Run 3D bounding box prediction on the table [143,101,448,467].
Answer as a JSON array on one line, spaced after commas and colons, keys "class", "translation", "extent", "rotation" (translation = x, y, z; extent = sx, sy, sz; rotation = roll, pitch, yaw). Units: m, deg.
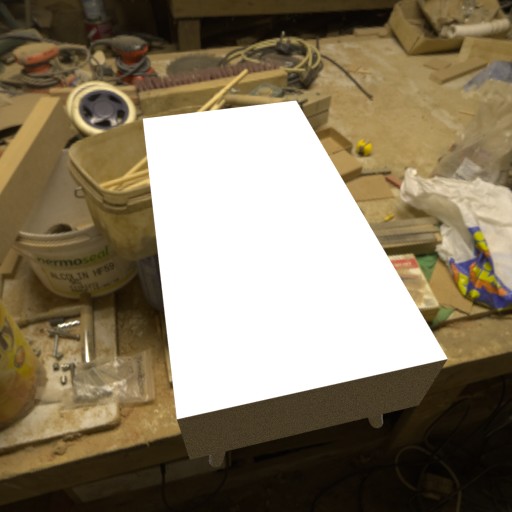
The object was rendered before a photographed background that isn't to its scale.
[{"class": "table", "translation": [0.000, 0.000, 1.502], "extent": [0.609, 0.432, 1.194], "rotation": [-10, 48, -9]}]
